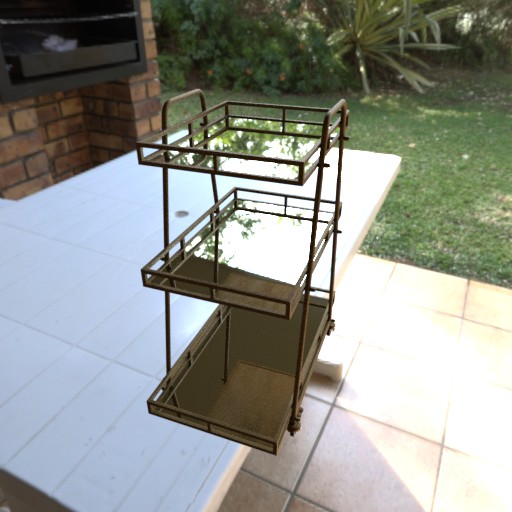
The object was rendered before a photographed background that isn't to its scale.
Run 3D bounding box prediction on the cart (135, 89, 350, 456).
[{"bbox_3d":[0.000,0.000,1.300,0.441,0.883,0.711,11,32,18],"label":"cart"}]
